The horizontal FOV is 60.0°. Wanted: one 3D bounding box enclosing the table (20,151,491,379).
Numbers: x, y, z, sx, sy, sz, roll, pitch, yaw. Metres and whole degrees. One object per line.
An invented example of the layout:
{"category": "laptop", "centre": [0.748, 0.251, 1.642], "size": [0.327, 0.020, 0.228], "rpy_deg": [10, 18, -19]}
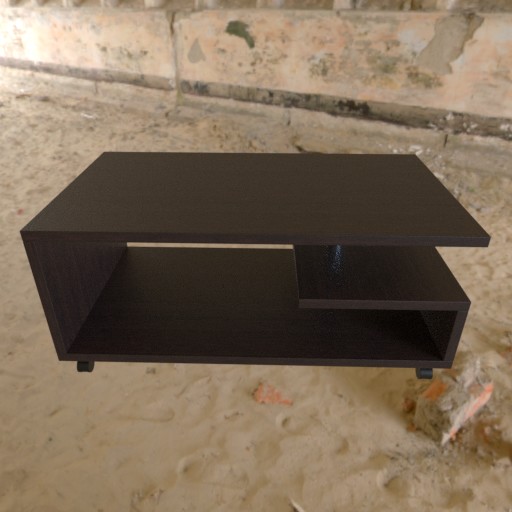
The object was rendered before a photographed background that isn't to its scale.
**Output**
{"category": "table", "centre": [0.000, 0.000, 1.355], "size": [1.050, 0.460, 0.590], "rpy_deg": [1, 30, 1]}
